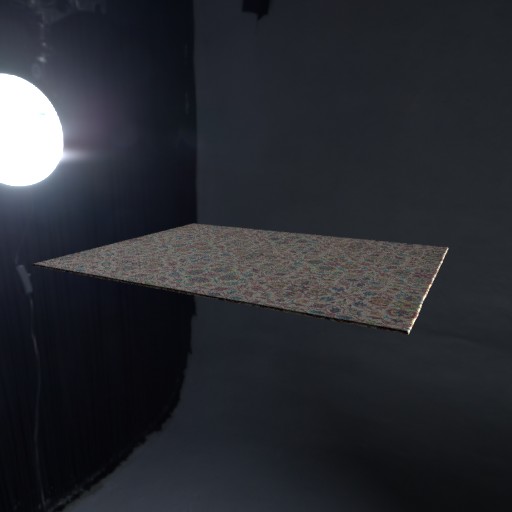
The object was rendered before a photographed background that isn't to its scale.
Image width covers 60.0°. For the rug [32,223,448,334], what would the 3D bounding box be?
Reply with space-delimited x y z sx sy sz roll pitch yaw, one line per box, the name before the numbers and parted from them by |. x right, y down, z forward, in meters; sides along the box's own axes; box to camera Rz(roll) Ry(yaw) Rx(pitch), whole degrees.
rug | 0.000 0.000 4.253 3.215 0.020 2.446 7 15 27
